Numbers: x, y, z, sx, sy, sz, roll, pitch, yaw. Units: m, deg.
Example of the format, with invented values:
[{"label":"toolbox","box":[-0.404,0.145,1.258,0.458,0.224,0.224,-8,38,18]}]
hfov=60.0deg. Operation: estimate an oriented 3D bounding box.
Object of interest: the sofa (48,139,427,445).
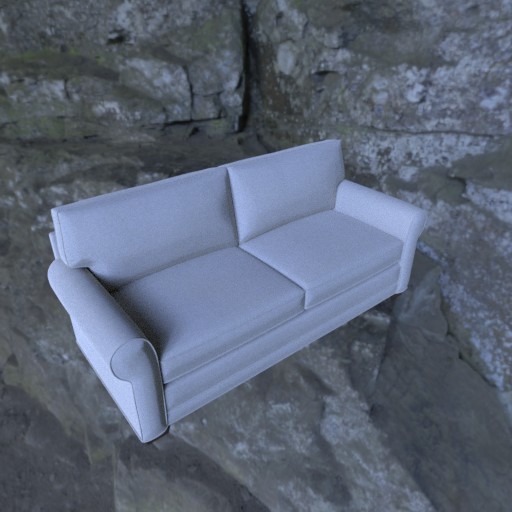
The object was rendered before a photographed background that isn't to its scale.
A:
[{"label":"sofa","box":[0.000,0.000,2.629,2.146,0.962,0.901,-22,37,-32]}]
